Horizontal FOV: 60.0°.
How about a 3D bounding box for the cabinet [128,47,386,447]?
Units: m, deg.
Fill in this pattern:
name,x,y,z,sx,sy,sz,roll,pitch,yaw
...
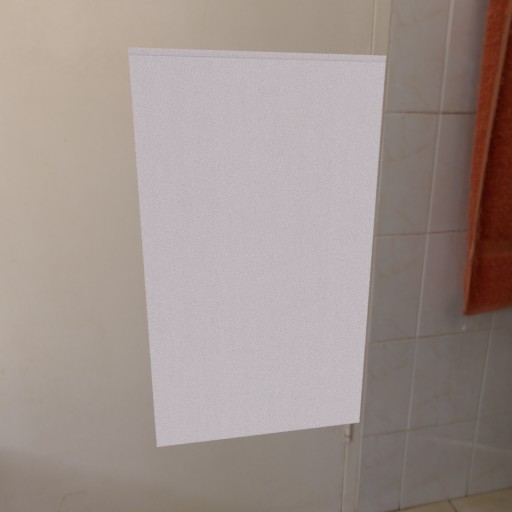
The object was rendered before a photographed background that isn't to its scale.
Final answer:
name,x,y,z,sx,sy,sz,roll,pitch,yaw
cabinet,0.000,0.000,1.557,0.750,1.280,0.250,-3,16,-10
